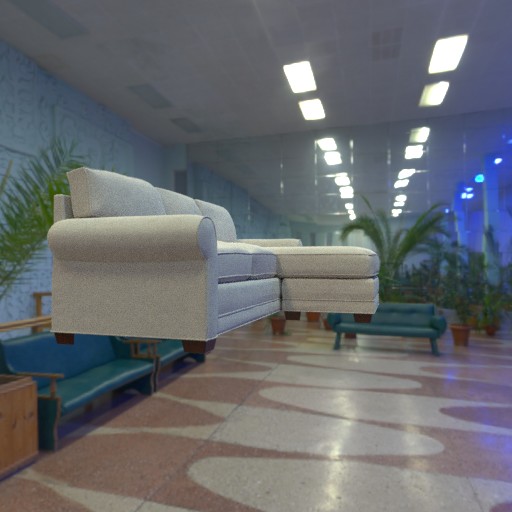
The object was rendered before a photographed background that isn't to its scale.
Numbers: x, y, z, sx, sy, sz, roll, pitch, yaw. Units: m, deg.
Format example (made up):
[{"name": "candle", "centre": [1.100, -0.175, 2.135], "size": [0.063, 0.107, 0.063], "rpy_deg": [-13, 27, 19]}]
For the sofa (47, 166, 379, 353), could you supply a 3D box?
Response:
[{"name": "sofa", "centre": [0.000, 0.000, 2.377], "size": [1.226, 0.734, 1.770], "rpy_deg": [0, -1, 18]}]
